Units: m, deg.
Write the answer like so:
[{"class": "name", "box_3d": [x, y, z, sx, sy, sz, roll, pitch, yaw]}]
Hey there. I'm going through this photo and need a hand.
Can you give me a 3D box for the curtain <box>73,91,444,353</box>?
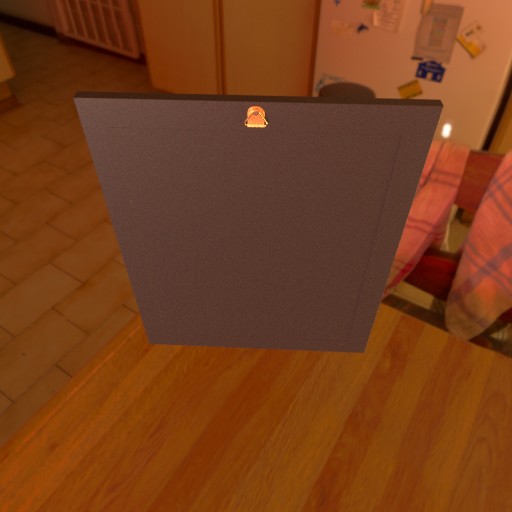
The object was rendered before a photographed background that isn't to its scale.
[{"class": "curtain", "box_3d": [0.000, 0.000, 0.790, 0.483, 0.585, 0.027, 2, 46, 2]}]
